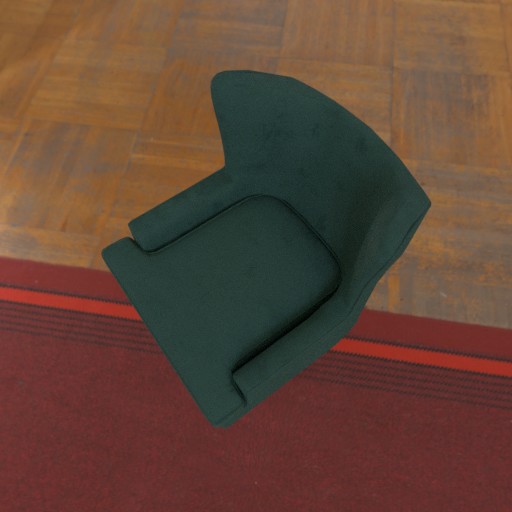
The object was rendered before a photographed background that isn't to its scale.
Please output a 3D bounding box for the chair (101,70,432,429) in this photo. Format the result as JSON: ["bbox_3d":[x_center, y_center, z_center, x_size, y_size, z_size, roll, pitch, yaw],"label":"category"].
[{"bbox_3d":[0.000,0.000,1.608,0.910,0.952,0.793,-33,68,-16],"label":"chair"}]
